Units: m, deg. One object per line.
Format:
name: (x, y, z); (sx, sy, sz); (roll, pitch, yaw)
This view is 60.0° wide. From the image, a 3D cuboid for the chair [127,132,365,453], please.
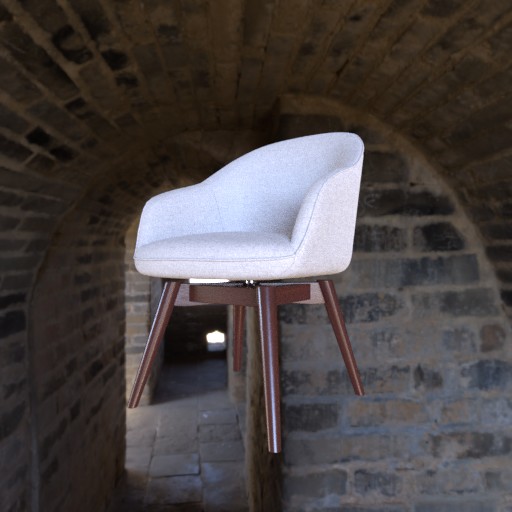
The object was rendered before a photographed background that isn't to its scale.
chair: (0.000, 0.000, 1.284); (0.596, 0.823, 0.635); (0, 0, 36)
